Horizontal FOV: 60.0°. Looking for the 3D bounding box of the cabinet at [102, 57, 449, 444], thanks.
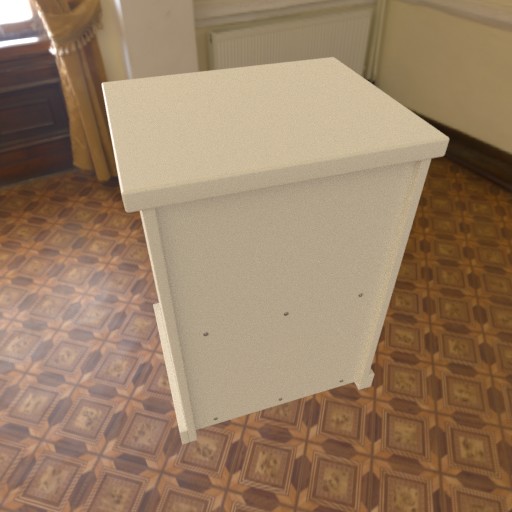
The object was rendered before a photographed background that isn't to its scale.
[{"bbox_3d":[0.000,0.000,1.045,0.520,0.723,0.431,-12,43,-14],"label":"cabinet"}]
